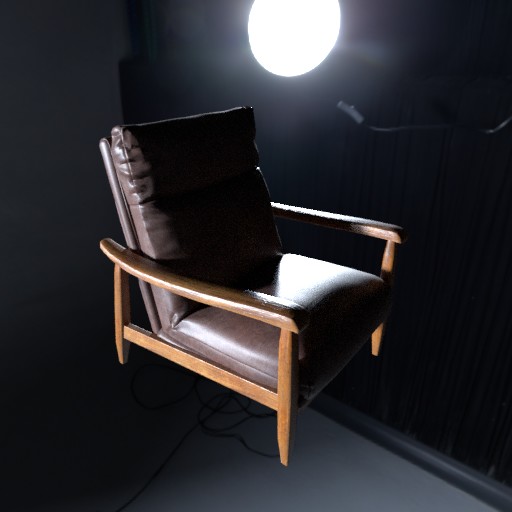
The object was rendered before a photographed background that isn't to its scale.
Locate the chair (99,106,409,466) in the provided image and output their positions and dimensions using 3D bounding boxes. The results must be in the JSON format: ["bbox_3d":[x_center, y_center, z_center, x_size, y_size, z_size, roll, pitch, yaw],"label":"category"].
[{"bbox_3d":[0.000,0.000,1.537,0.830,0.897,0.782,18,31,33],"label":"chair"}]
